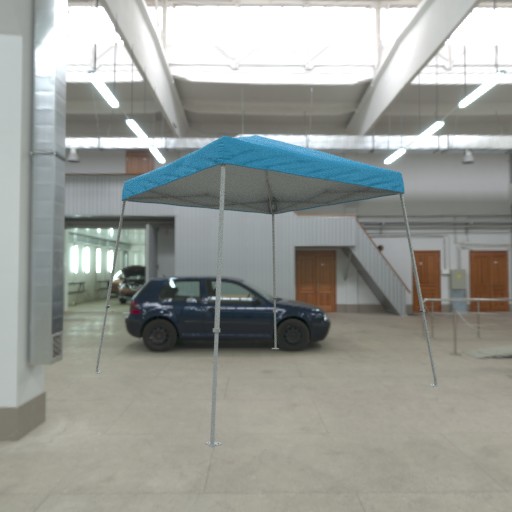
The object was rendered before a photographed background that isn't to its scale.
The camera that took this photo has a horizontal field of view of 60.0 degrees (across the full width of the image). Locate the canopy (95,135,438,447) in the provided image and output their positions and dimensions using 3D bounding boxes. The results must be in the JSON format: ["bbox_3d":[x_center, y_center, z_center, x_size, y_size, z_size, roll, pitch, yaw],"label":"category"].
[{"bbox_3d":[0.000,0.000,5.190,2.850,2.850,2.849,1,-2,-36],"label":"canopy"}]
